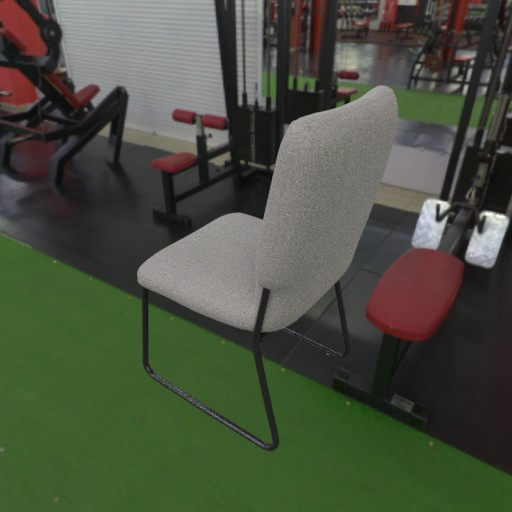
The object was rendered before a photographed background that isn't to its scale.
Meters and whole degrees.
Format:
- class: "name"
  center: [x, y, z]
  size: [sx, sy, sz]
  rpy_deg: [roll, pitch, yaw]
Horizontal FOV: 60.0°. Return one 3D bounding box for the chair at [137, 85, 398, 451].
- class: "chair"
  center: [0.000, 0.000, 1.186]
  size: [0.560, 0.864, 0.448]
  rpy_deg: [21, 37, 30]
